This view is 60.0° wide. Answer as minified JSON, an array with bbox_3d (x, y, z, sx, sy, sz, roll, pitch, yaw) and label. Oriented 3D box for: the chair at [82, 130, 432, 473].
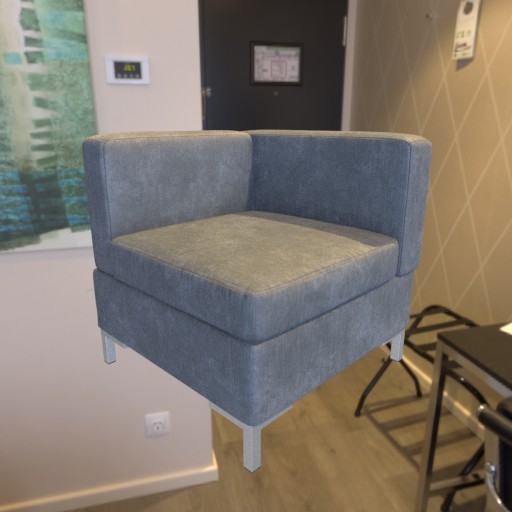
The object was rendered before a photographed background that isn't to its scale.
[{"bbox_3d":[0.000,0.000,1.228,0.680,0.660,0.680,16,23,42],"label":"chair"}]
